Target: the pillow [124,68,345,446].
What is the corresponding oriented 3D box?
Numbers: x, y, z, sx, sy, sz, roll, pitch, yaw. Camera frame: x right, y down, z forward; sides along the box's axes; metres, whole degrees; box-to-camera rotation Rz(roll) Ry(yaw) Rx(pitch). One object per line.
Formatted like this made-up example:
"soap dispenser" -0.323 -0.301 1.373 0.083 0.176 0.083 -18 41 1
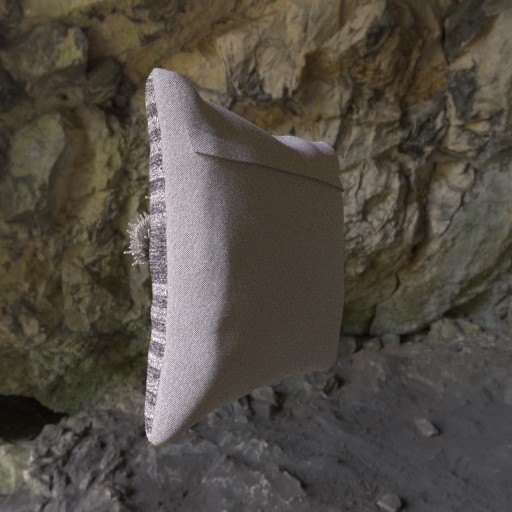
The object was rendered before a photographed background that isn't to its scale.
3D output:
"pillow" 0.000 0.000 0.767 0.234 0.490 0.484 0 -1 36
